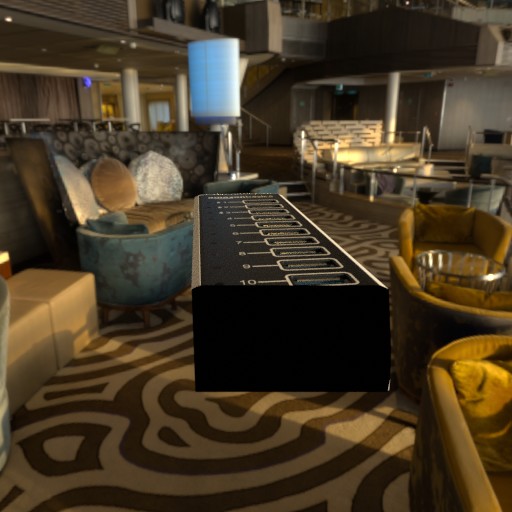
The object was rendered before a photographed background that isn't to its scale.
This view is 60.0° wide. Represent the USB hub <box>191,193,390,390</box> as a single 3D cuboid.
[{"bbox_3d":[0.000,0.000,0.161,0.044,0.023,0.145,-2,17,-7],"label":"USB hub"}]
